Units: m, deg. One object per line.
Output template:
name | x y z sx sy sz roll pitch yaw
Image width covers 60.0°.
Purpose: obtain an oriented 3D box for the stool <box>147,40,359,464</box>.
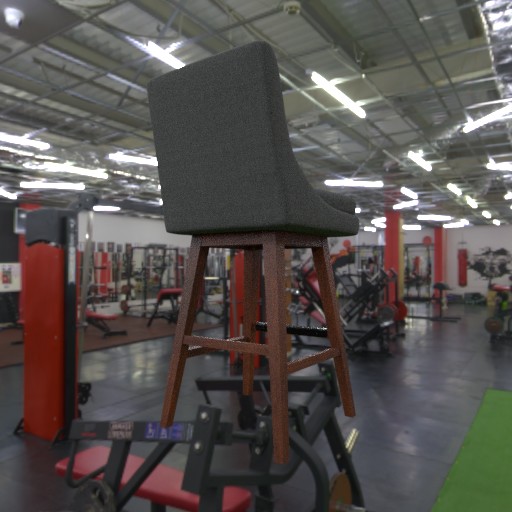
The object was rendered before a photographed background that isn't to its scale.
stool | 0.000 0.000 1.297 0.447 0.977 0.524 -1 -2 36
